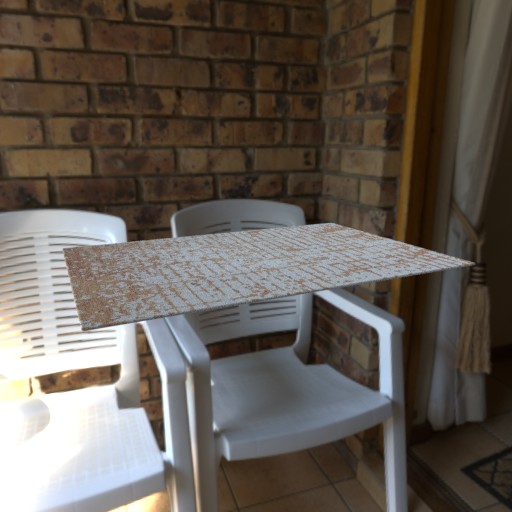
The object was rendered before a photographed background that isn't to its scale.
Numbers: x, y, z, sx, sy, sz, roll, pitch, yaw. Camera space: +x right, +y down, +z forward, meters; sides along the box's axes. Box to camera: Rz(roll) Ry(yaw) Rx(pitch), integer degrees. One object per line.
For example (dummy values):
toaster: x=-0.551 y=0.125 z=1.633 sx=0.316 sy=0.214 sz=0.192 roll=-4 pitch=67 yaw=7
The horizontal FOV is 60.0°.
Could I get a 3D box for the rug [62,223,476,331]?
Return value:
rug: x=0.000 y=0.000 z=2.339 sx=1.829 sy=0.011 sz=1.219 roll=-7 pitch=16 yaw=-25
